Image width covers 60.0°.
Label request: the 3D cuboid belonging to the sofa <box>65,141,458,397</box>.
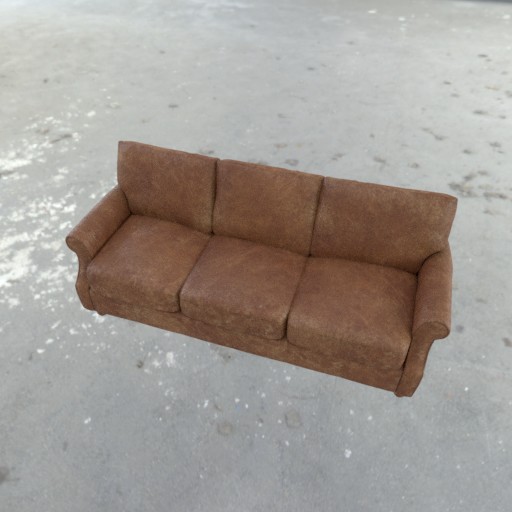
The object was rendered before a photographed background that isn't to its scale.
[{"bbox_3d":[0.000,0.000,2.848,2.351,0.977,0.973,12,44,13],"label":"sofa"}]
